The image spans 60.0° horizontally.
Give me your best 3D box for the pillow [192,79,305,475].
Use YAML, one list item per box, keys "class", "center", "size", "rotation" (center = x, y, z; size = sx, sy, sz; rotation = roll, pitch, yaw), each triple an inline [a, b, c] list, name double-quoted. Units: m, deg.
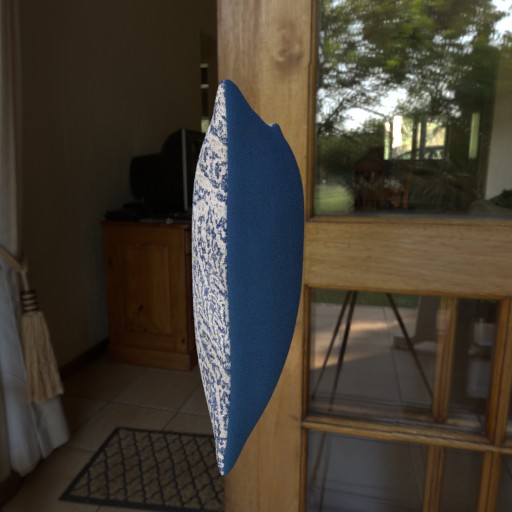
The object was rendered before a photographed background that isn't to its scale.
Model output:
- class: "pillow"
  center: [0.000, 0.000, 0.802]
  size: [0.166, 0.510, 0.523]
  rotation: [2, 11, 9]
